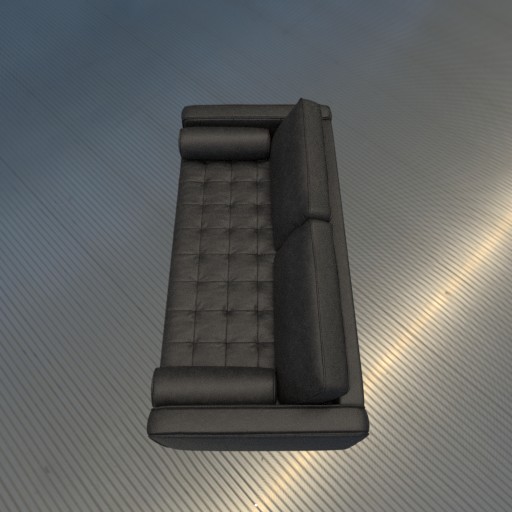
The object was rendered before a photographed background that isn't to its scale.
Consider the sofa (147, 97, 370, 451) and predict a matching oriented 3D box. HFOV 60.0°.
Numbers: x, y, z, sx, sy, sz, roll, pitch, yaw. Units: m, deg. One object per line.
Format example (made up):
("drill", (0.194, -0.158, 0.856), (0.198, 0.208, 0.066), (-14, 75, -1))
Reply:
("sofa", (0.000, 0.000, 2.361), (0.921, 0.770, 1.879), (0, 61, 0))
